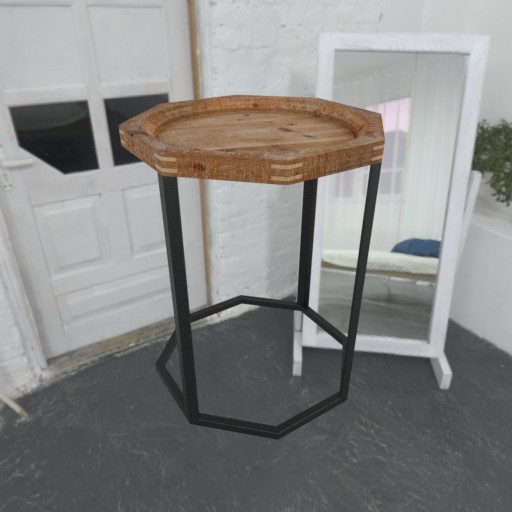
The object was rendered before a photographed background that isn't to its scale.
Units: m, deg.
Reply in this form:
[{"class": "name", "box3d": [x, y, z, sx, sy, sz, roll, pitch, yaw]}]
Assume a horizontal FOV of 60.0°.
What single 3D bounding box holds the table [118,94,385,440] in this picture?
[{"class": "table", "box3d": [0.000, 0.000, 0.897, 0.458, 0.543, 0.458, 19, 35, 29]}]
